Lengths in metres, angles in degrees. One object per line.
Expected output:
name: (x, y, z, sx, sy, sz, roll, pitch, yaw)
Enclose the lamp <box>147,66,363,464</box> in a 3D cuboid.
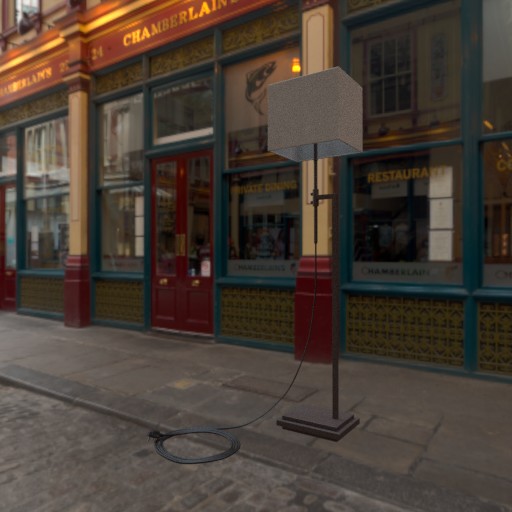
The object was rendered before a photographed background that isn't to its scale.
lamp: (0.000, 0.000, 1.967, 0.698, 1.600, 0.774, -1, -1, 34)
